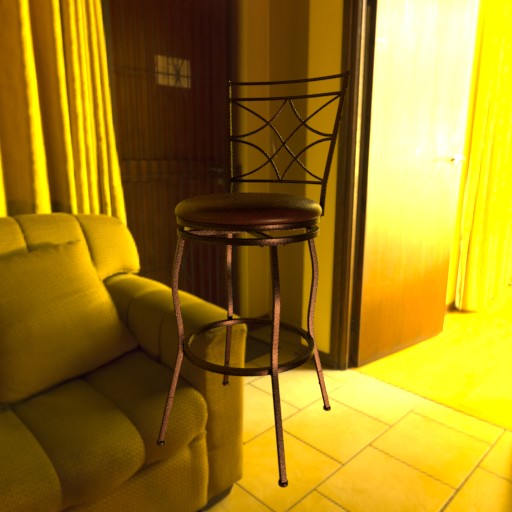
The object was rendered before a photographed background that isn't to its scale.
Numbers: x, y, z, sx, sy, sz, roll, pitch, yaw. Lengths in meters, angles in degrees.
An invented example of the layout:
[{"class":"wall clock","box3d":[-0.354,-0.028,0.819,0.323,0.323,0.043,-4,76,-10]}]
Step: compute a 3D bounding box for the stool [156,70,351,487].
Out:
[{"class":"stool","box3d":[0.000,0.000,1.380,0.434,1.117,0.534,6,14,25]}]
